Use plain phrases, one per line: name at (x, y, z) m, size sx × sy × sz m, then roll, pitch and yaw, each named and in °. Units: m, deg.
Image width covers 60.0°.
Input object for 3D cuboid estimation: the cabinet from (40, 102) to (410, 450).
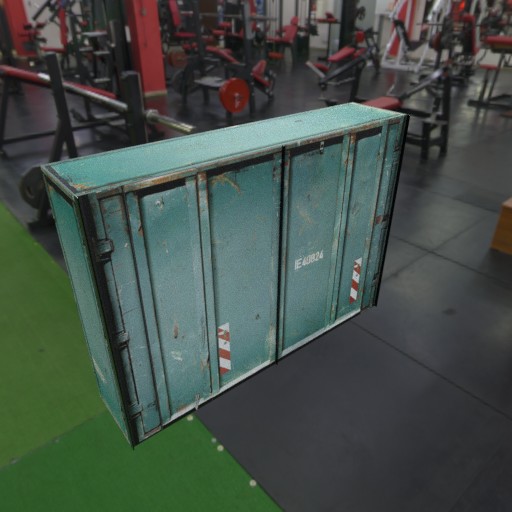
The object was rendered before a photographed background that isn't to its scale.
cabinet at (0.000, 0.000, 3.972) m, size 3.001 × 2.160 × 0.680 m, roll -22°, pitch 37°, yaw -32°
